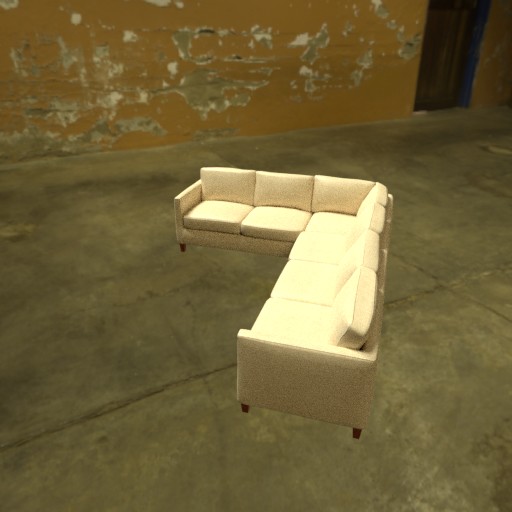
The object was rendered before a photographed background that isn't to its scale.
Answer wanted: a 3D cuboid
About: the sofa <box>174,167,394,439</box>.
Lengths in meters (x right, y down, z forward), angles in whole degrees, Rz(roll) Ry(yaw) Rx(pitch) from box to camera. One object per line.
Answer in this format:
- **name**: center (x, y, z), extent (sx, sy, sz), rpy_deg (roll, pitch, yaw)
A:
- **sofa**: center (0.000, 0.000, 4.517), extent (2.593, 0.947, 3.302), rpy_deg (8, 28, 15)
